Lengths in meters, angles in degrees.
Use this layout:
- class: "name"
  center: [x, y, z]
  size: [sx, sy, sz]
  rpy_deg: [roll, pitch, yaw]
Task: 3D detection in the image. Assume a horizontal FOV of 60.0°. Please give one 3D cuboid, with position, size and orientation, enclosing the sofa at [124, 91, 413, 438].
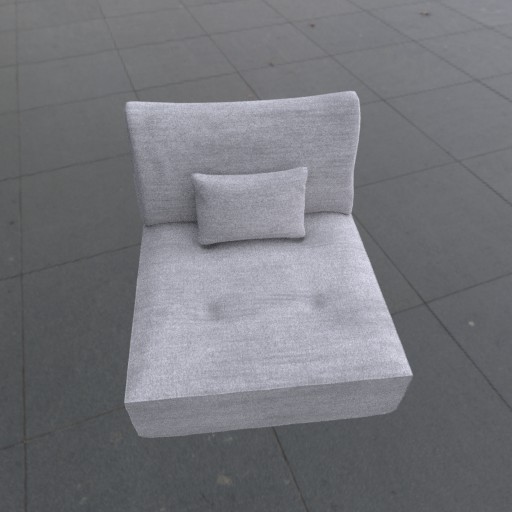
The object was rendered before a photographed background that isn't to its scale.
- class: "sofa"
  center: [0.000, 0.000, 1.676]
  size: [0.930, 0.820, 1.000]
  rpy_deg: [-4, 46, -4]
